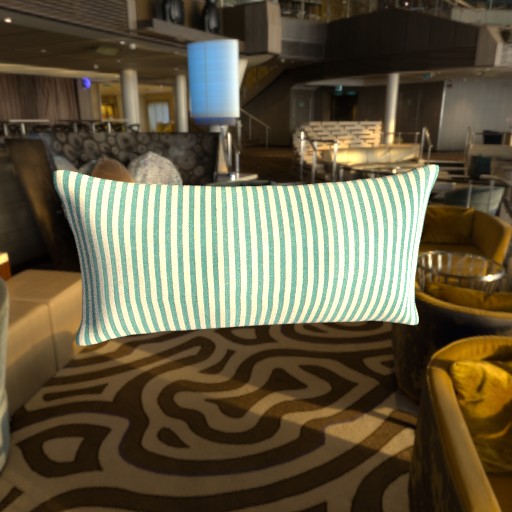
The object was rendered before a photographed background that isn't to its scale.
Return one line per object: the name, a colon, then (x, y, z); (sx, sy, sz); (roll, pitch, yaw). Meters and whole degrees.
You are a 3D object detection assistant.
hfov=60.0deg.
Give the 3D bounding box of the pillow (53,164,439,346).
pillow: (0.000, 0.000, 0.745); (0.617, 0.295, 0.151); (-2, 17, -7)
